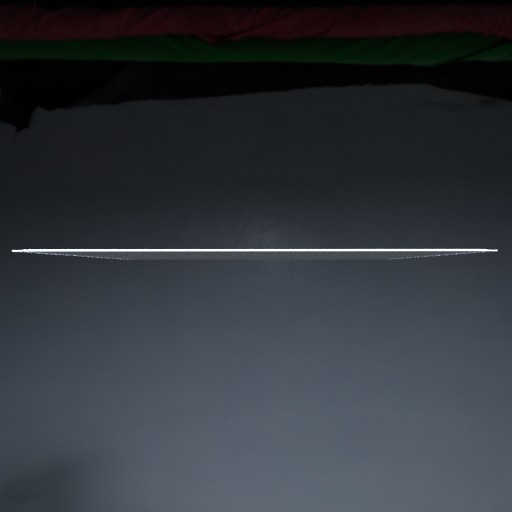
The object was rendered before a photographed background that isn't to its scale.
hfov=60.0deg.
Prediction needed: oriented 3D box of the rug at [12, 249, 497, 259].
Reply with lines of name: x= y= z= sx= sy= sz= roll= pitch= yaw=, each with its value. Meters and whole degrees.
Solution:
rug: x=0.000 y=0.000 z=3.797 sx=2.940 sy=0.013 sz=2.312 roll=0 pitch=-2 yaw=1
